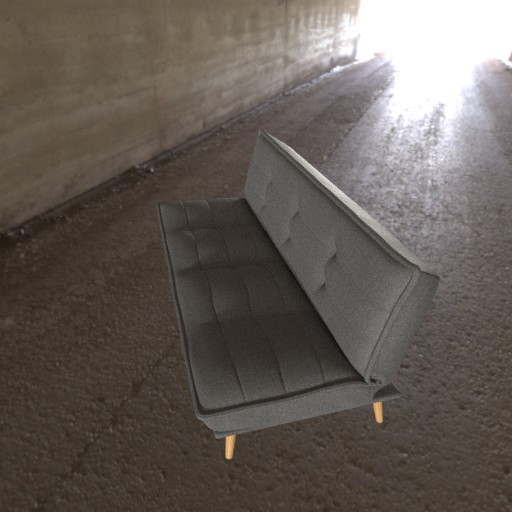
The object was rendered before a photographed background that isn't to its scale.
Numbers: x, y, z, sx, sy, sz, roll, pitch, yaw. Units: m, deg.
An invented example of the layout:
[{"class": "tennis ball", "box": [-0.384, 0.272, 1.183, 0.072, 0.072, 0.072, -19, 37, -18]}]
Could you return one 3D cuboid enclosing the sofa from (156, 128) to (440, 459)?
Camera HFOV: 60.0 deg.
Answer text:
[{"class": "sofa", "box": [0.000, 0.000, 2.416, 0.950, 0.890, 1.940, -8, 31, -13]}]
